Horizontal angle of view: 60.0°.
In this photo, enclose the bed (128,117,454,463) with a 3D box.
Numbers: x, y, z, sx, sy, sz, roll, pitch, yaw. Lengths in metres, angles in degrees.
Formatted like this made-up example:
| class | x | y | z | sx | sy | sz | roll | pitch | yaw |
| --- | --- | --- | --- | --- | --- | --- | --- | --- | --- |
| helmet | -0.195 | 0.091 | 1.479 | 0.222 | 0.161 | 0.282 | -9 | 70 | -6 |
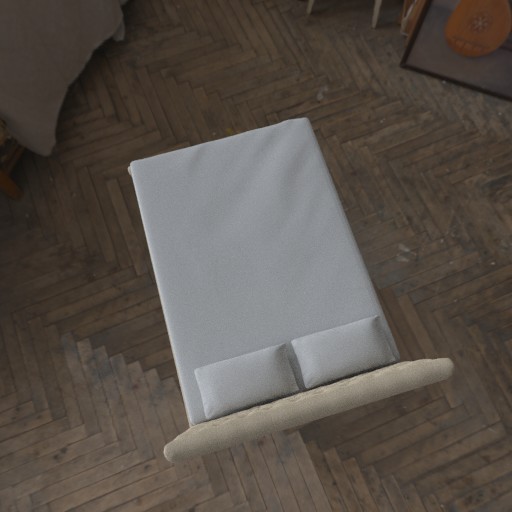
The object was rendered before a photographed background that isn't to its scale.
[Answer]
| class | x | y | z | sx | sy | sz | roll | pitch | yaw |
| --- | --- | --- | --- | --- | --- | --- | --- | --- | --- |
| bed | 0.000 | 0.000 | 3.417 | 1.698 | 1.427 | 2.387 | -16 | 74 | -5 |
